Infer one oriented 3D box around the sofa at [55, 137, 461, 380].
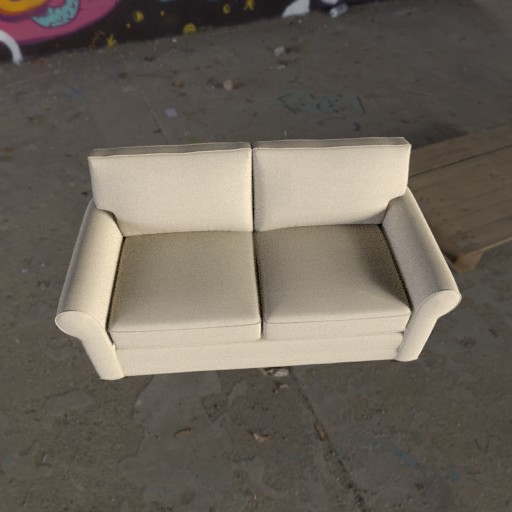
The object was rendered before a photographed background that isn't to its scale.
[{"bbox_3d":[0.000,0.000,2.261,1.774,0.933,0.861,-3,47,-3],"label":"sofa"}]
